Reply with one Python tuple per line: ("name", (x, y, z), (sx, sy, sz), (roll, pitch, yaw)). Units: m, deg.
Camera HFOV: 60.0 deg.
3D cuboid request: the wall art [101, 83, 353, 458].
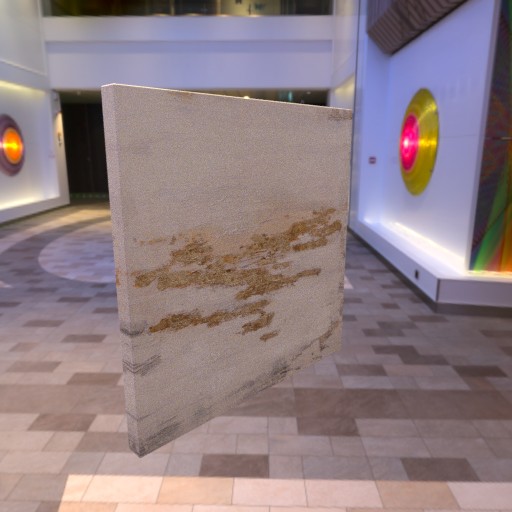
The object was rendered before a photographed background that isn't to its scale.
("wall art", (0.000, 0.000, 0.922), (0.040, 0.613, 0.611), (13, 19, 43))
